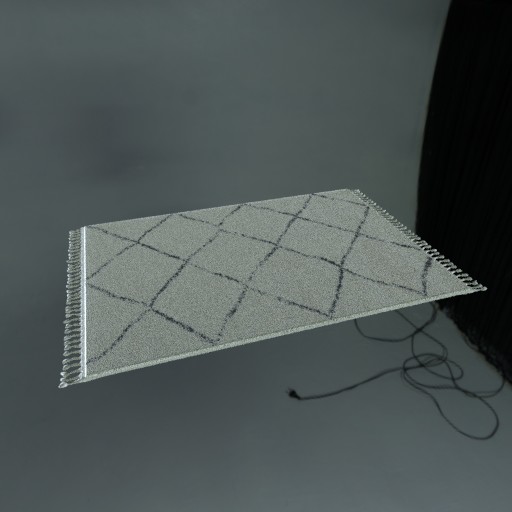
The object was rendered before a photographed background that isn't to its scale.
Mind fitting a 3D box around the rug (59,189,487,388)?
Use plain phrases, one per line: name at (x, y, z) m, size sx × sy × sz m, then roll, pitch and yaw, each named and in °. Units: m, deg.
rug at (0.000, 0.000, 2.839) m, size 2.307 × 0.031 × 1.494 m, roll -10°, pitch 34°, yaw -15°
